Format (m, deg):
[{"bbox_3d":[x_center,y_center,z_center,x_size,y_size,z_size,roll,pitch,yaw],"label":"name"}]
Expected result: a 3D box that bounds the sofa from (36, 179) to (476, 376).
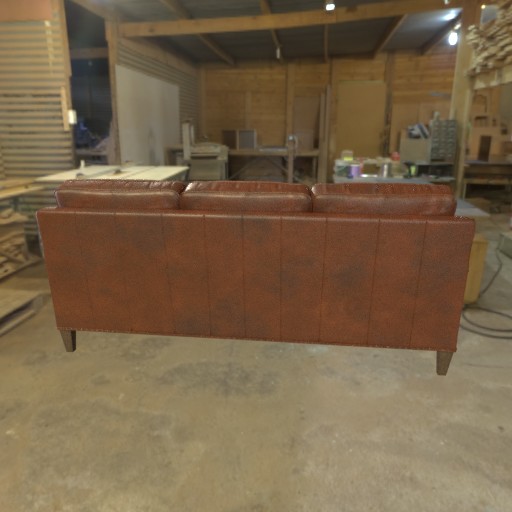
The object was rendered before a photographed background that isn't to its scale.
[{"bbox_3d":[0.000,0.000,2.747,2.240,1.003,1.084,2,16,7],"label":"sofa"}]
